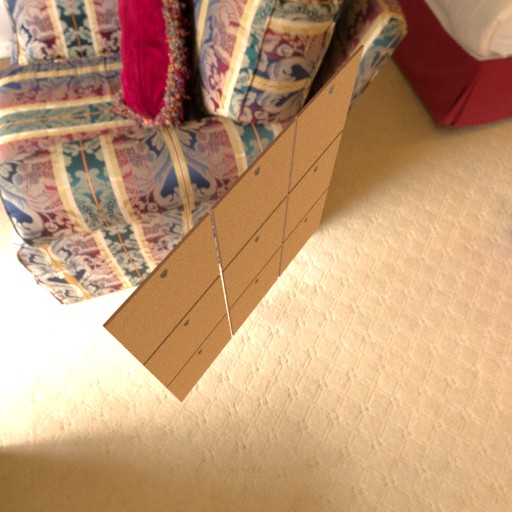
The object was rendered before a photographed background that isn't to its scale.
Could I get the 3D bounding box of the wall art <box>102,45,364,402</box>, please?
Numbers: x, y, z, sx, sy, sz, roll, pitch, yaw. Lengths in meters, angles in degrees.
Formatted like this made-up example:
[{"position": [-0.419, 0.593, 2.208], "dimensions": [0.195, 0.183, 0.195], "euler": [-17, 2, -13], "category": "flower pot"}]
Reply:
[{"position": [0.000, 0.000, 2.290], "dimensions": [0.019, 1.532, 1.533], "euler": [34, 68, 15], "category": "wall art"}]
